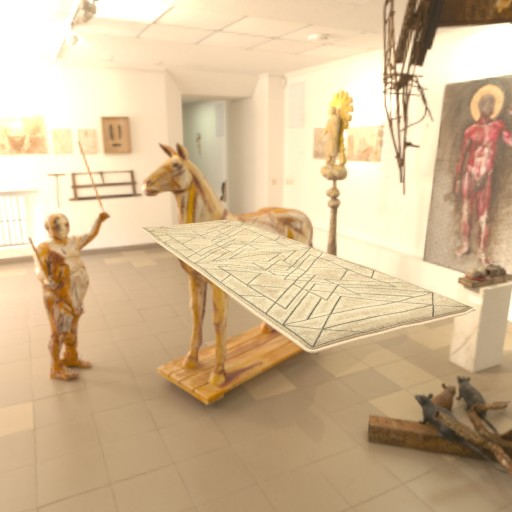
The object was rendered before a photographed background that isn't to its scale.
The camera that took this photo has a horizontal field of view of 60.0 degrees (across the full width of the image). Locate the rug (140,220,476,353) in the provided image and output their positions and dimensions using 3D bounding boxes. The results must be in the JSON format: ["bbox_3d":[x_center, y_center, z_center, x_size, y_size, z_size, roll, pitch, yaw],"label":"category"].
[{"bbox_3d":[0.000,0.000,2.668,0.831,0.036,2.381,-8,16,-27],"label":"rug"}]
